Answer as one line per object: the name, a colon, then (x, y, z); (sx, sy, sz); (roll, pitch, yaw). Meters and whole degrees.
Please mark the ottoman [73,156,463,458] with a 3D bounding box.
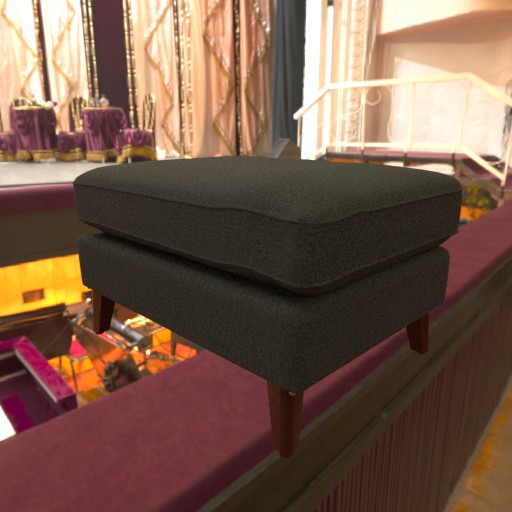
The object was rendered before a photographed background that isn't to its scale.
ottoman: (0.000, 0.000, 1.192); (0.835, 0.503, 0.629); (15, 21, 43)
